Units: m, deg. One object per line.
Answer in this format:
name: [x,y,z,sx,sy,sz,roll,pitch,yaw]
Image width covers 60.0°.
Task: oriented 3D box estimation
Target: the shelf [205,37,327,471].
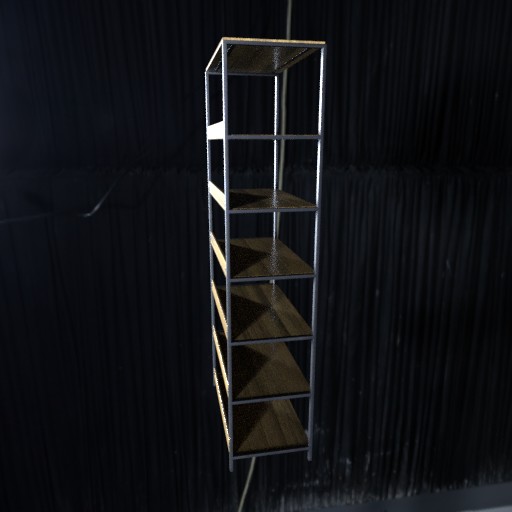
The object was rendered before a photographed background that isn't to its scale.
shelf: [0.000,0.000,2.429,0.431,2.015,0.847,-3,15,-11]
